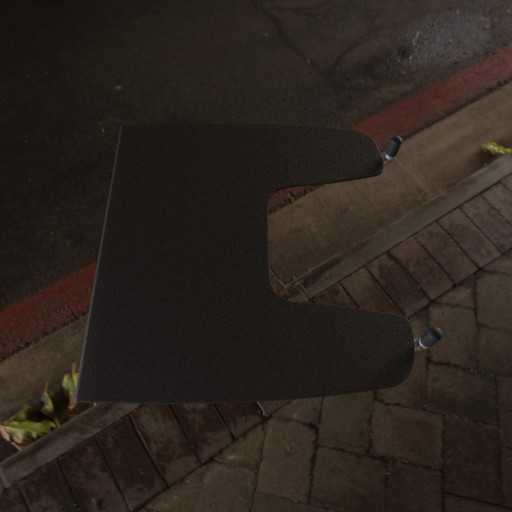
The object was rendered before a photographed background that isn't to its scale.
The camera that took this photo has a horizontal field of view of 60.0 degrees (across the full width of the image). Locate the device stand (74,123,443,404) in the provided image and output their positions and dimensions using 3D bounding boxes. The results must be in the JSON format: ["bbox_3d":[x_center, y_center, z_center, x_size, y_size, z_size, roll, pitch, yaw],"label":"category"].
[{"bbox_3d":[0.000,0.000,0.350,0.230,0.092,0.230,0,63,0],"label":"device stand"}]
